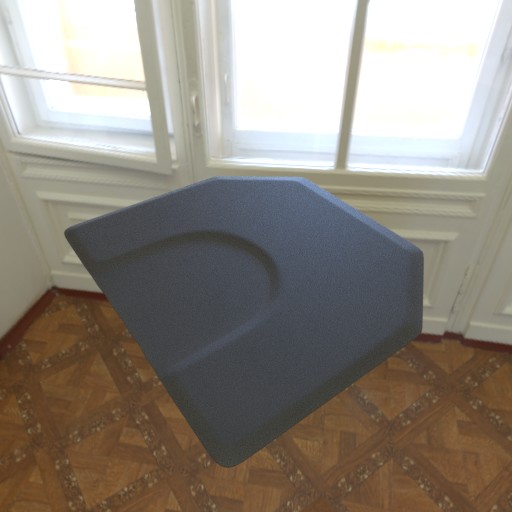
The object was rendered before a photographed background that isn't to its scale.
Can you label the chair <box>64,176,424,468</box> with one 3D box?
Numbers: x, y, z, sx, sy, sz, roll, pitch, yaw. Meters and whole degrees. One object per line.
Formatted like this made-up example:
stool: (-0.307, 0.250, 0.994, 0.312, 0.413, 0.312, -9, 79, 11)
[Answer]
chair: (0.000, 0.000, 1.879, 1.219, 0.024, 1.372, -25, 46, -27)
